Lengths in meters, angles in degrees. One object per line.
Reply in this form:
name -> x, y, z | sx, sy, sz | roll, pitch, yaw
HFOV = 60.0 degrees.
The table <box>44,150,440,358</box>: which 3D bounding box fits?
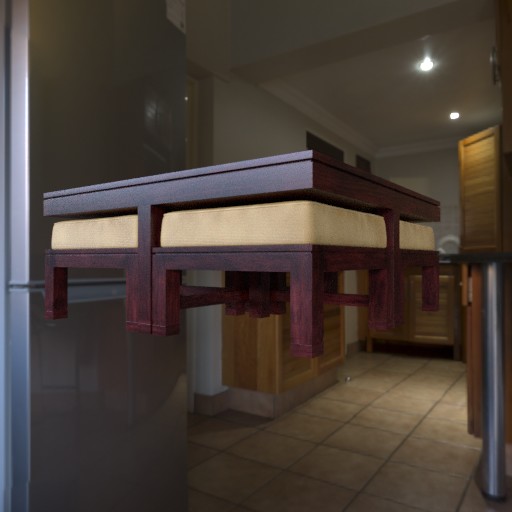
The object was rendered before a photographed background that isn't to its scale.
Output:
table -> 0.000, 0.000, 1.356 | 0.865, 0.356, 0.865 | 0, 0, 36
